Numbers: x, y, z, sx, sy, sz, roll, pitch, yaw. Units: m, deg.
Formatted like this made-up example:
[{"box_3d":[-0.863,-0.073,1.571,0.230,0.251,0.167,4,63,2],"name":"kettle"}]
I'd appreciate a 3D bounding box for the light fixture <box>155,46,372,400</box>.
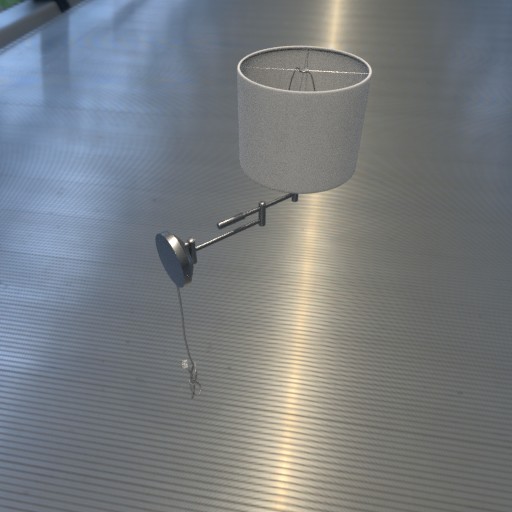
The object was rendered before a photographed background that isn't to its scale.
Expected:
[{"box_3d":[0.000,0.000,1.068,0.479,0.842,0.253,-26,48,-26],"name":"light fixture"}]
